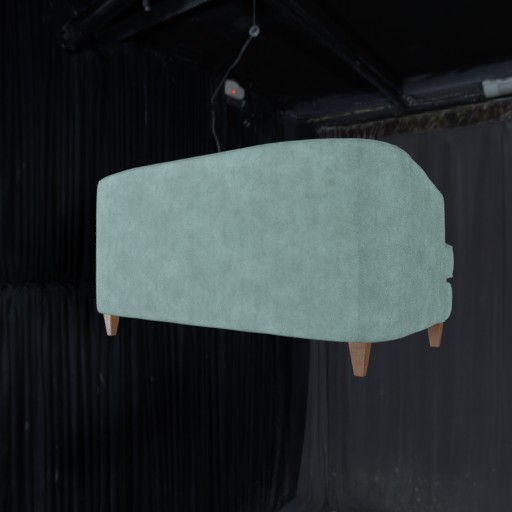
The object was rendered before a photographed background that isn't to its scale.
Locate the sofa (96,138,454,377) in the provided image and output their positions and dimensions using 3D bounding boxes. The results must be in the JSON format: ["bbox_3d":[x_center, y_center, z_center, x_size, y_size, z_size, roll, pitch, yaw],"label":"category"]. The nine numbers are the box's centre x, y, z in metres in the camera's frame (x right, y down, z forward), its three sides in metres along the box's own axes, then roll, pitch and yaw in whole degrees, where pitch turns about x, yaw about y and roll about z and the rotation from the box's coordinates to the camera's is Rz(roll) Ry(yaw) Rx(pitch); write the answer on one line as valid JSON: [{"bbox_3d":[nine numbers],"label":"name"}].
[{"bbox_3d":[0.000,0.000,2.274,1.733,0.855,0.941,0,0,36],"label":"sofa"}]
